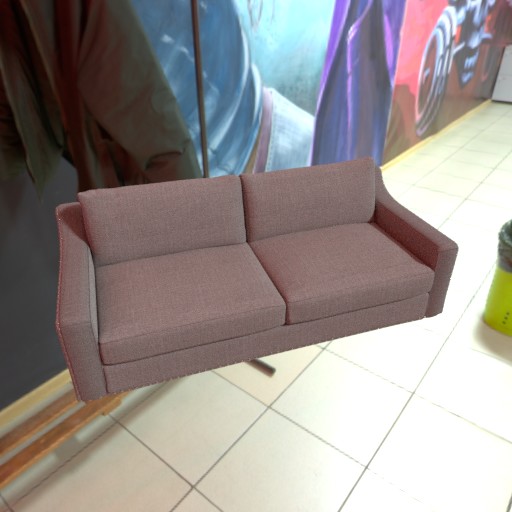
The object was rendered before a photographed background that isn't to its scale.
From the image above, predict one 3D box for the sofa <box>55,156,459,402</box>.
[{"bbox_3d":[0.000,0.000,2.704,2.208,0.857,1.000,-10,33,-16],"label":"sofa"}]
